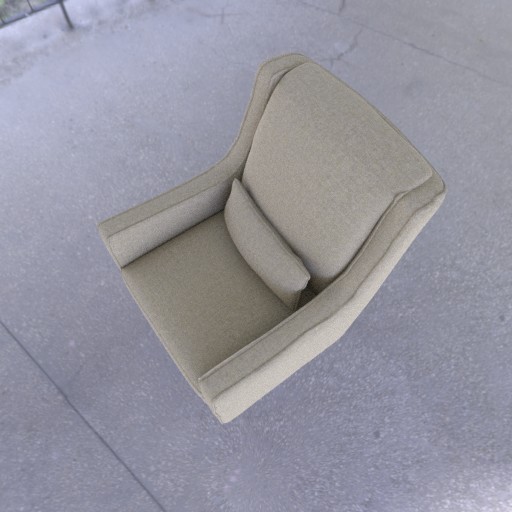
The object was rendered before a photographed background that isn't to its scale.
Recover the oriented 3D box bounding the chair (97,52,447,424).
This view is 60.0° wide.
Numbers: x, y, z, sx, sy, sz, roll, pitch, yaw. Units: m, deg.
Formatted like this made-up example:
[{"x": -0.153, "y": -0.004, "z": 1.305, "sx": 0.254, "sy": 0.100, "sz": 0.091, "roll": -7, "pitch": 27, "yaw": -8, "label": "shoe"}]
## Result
[{"x": 0.000, "y": 0.000, "z": 1.598, "sx": 0.879, "sy": 0.993, "sz": 0.732, "roll": -33, "pitch": 68, "yaw": -15, "label": "chair"}]
